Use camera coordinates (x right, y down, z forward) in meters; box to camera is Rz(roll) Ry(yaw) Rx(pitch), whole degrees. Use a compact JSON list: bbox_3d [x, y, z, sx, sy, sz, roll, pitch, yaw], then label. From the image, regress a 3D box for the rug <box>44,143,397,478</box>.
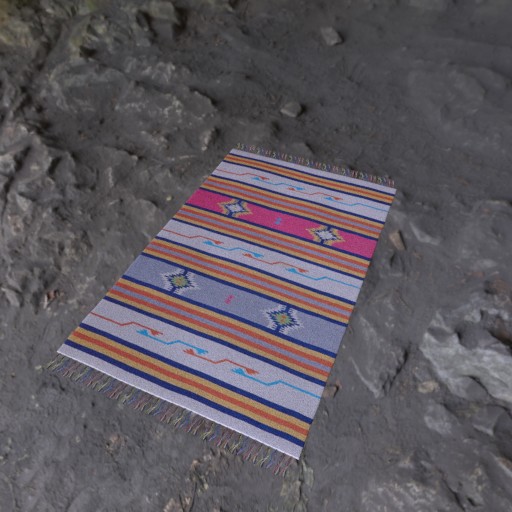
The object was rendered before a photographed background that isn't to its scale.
[{"bbox_3d":[0.000,0.000,2.240,1.084,0.013,1.849,18,49,16],"label":"rug"}]
